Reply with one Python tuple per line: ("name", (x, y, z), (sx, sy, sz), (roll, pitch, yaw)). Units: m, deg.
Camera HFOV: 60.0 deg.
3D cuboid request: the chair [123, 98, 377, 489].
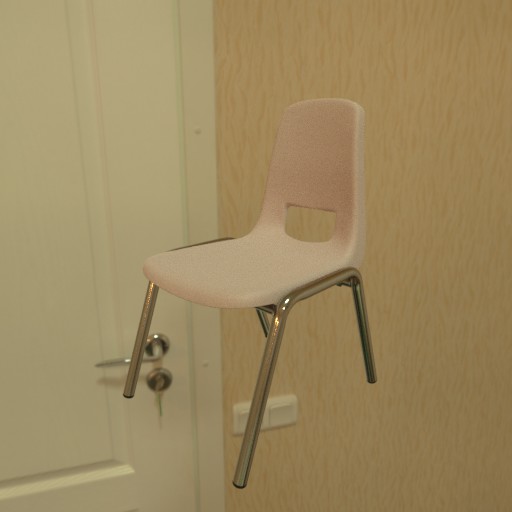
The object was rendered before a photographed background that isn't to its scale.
("chair", (0.000, 0.000, 0.848), (0.423, 0.586, 0.354), (-15, 22, -43))
